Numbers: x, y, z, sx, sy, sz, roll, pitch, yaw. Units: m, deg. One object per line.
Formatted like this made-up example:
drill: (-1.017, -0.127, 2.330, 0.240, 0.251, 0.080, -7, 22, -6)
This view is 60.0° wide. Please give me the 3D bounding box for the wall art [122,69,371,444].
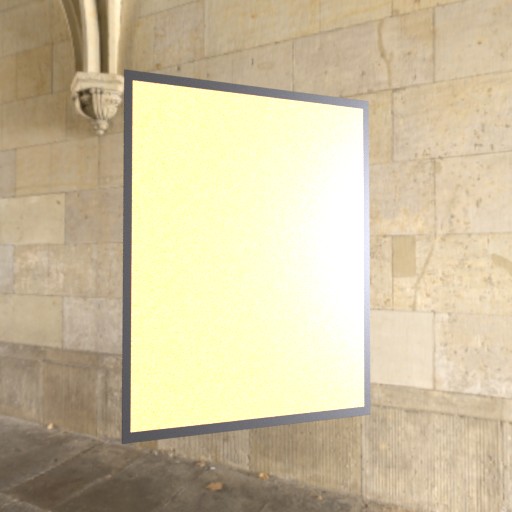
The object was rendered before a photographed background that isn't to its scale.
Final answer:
wall art: (0.000, 0.000, 1.346, 0.774, 1.027, 0.030, 0, -1, -18)
